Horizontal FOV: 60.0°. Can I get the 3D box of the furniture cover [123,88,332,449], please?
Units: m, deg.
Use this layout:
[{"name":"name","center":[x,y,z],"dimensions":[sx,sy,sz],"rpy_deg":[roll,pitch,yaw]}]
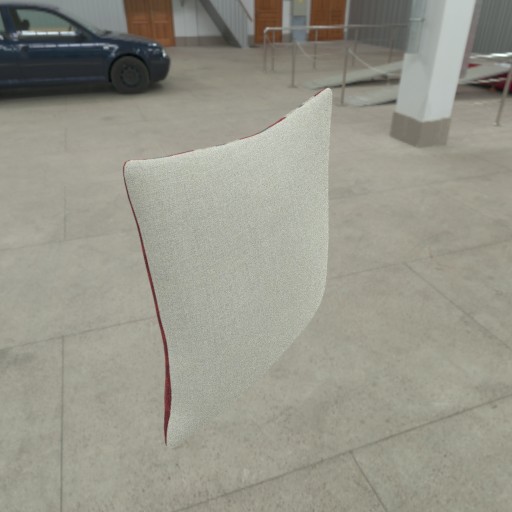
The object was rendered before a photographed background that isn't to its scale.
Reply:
[{"name":"furniture cover","center":[0.000,0.000,0.665],"dimensions":[0.145,0.420,0.435],"rpy_deg":[19,36,29]}]
